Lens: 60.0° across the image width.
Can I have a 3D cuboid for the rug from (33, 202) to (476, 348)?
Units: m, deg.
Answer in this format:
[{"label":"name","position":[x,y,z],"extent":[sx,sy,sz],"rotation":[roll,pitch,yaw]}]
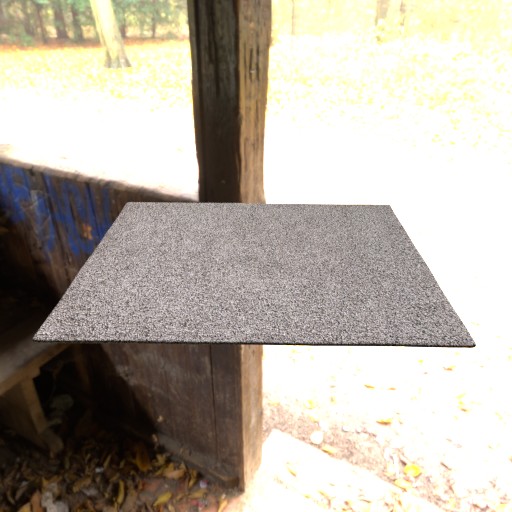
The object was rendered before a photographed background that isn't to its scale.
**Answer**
[{"label":"rug","position":[0.000,0.000,4.077],"extent":[3.047,0.029,2.438],"rotation":[1,30,1]}]
